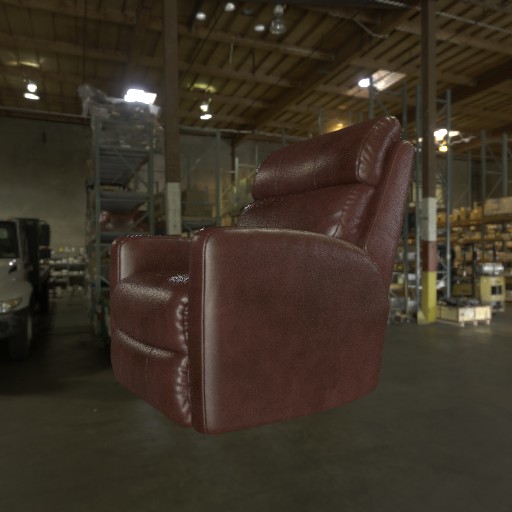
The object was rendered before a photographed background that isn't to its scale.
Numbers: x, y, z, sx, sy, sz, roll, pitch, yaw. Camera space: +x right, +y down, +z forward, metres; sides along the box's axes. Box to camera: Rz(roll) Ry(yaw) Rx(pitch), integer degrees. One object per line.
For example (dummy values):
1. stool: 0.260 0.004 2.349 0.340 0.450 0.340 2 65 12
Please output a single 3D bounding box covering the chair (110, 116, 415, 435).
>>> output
1. chair: 0.000 0.000 1.642 0.939 1.016 0.787 0 0 -35
